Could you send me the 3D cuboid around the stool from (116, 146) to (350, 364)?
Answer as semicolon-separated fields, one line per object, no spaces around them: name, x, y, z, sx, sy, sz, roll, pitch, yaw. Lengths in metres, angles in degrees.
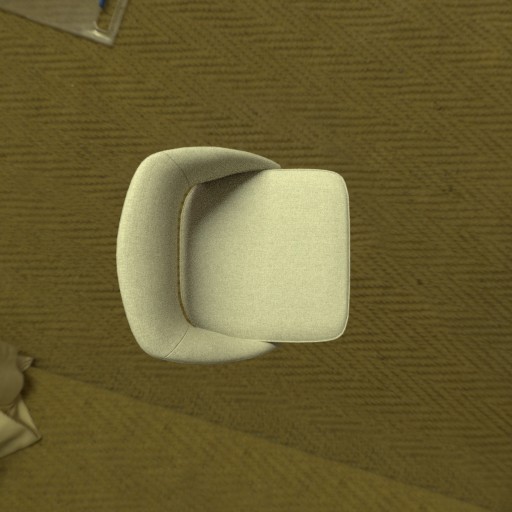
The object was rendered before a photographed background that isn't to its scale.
stool;0.000;0.000;1.324;0.509;1.037;0.494;0;90;0
